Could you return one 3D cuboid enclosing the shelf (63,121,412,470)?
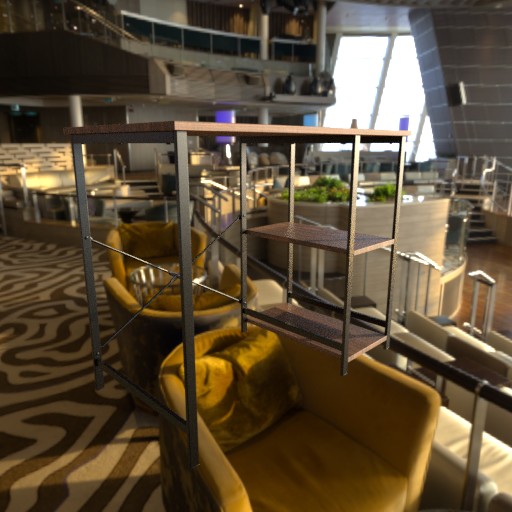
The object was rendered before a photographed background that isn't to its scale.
[{"bbox_3d":[0.000,0.000,1.364,0.902,0.750,0.498,-14,20,-43],"label":"shelf"}]
